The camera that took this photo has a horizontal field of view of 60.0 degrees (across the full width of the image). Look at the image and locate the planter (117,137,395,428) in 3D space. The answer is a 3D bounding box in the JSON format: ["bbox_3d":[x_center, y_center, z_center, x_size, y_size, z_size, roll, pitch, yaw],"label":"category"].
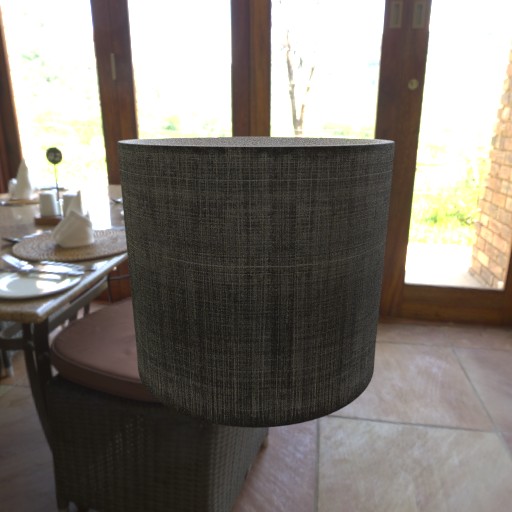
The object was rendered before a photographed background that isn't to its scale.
[{"bbox_3d":[0.000,0.000,0.397,0.221,0.201,0.221,0,16,0],"label":"planter"}]
